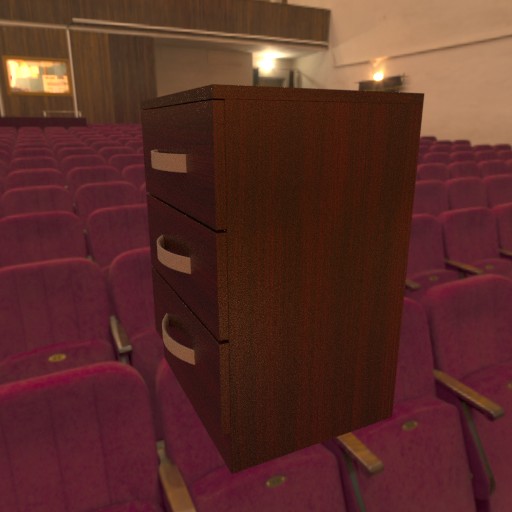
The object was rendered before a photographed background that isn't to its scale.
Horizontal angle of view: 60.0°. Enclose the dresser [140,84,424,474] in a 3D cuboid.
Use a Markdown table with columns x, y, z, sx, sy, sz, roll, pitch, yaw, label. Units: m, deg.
| x | y | z | sx | sy | sz | roll | pitch | yaw | label |
| --- | --- | --- | --- | --- | --- | --- | --- | --- | --- |
| 0.000 | 0.000 | 0.831 | 0.360 | 0.560 | 0.400 | -8 | 18 | -25 | dresser |
